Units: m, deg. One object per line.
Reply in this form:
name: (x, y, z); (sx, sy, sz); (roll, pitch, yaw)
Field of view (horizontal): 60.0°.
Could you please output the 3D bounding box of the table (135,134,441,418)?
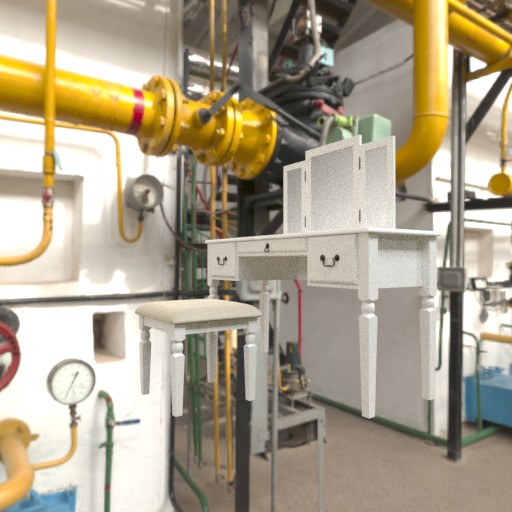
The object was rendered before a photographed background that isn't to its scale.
table: (0.000, 0.000, 2.257); (1.115, 1.310, 1.369); (0, -1, -35)
